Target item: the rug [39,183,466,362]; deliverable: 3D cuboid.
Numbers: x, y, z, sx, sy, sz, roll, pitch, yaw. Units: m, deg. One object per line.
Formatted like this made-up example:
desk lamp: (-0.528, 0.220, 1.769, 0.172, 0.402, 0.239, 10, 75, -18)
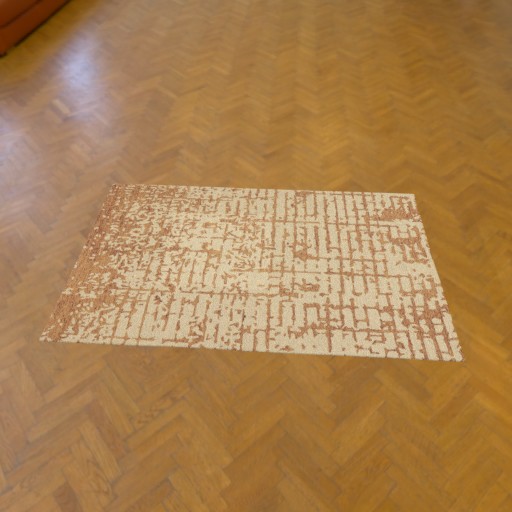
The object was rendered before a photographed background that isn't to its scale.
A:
rug: (0.000, 0.000, 3.052, 2.435, 0.011, 1.517, 2, 46, 2)
